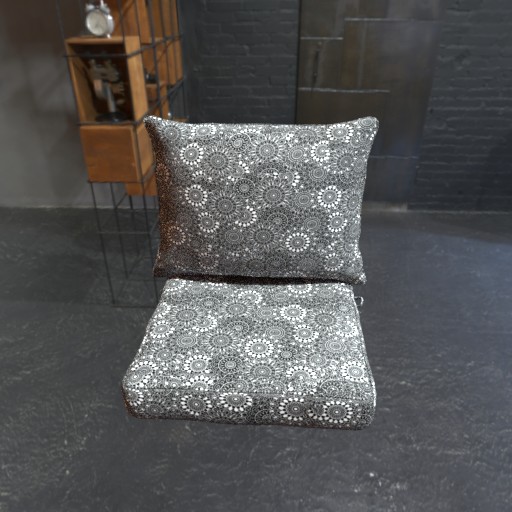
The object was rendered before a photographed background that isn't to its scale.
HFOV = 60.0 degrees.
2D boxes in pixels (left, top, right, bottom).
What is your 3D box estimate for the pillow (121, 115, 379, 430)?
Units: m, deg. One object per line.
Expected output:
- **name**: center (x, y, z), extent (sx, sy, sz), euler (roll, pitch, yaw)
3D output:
- **pillow**: center (0.000, 0.000, 1.364), extent (0.798, 0.722, 0.740), euler (2, 30, 3)
